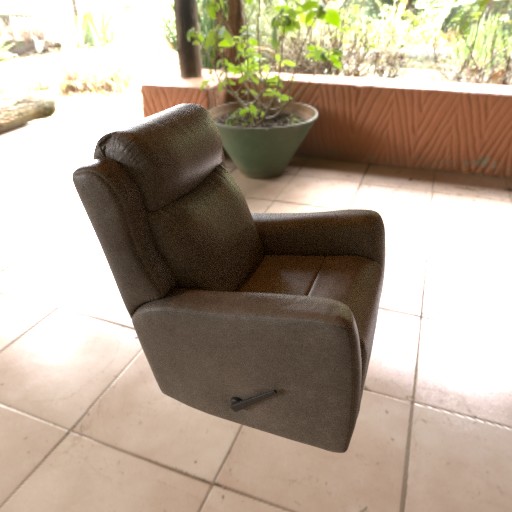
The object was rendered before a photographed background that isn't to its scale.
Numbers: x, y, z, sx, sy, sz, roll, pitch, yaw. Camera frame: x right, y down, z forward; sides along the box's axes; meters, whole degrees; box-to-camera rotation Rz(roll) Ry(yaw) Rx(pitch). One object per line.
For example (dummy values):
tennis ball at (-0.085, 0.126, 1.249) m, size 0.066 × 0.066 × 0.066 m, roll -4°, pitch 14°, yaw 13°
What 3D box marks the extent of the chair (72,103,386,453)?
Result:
chair at (0.000, 0.000, 1.898) m, size 1.068 × 1.116 × 0.967 m, roll 10°, pitch 31°, yaw 17°
